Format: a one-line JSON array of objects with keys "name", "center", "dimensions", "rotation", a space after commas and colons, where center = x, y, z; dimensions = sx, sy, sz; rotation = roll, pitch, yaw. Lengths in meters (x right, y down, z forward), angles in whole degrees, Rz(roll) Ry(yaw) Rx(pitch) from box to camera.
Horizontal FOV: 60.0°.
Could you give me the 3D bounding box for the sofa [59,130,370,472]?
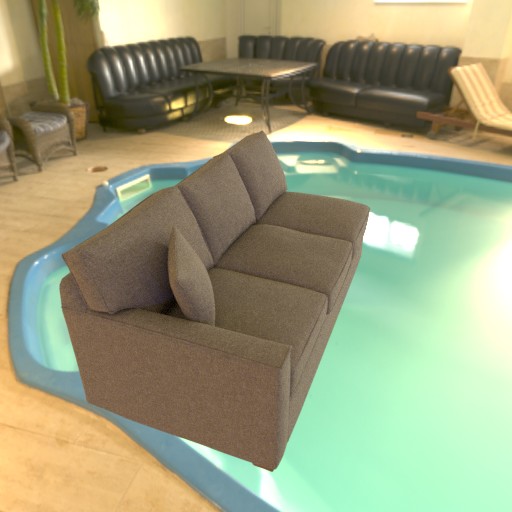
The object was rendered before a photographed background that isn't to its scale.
[{"name": "sofa", "center": [0.000, 0.000, 2.581], "dimensions": [1.034, 0.946, 1.963], "rotation": [11, 32, 19]}]
